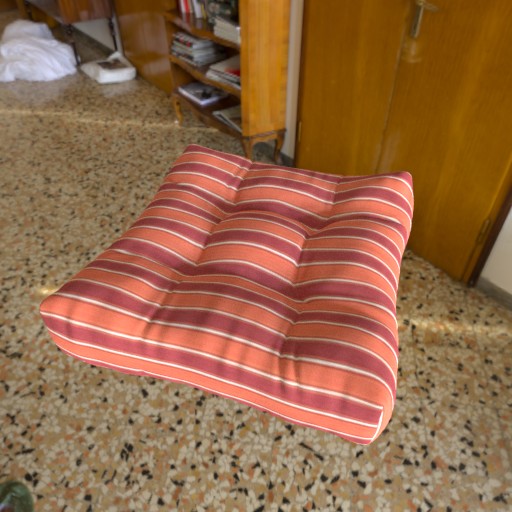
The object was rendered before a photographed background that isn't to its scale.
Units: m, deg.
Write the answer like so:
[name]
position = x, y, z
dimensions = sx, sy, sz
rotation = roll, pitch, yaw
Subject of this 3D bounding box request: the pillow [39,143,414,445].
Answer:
[pillow]
position = 0.000, 0.000, 0.714
dimensions = 0.468, 0.133, 0.490
rotation = 12, 43, 13
